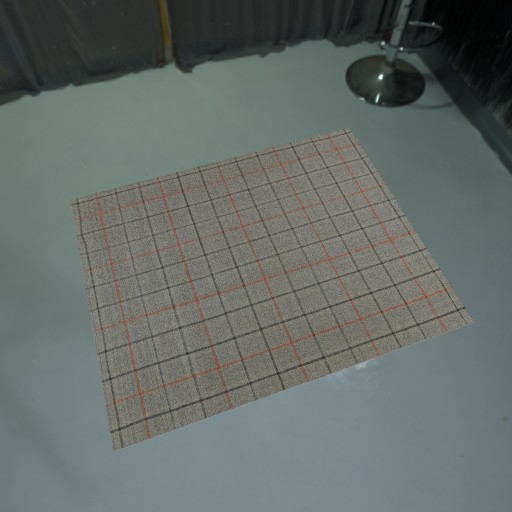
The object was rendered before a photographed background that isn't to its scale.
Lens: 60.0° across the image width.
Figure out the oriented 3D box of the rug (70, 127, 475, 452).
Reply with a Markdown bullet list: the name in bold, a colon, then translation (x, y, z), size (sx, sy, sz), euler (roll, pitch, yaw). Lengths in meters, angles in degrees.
- **rug**: translation (0.000, 0.000, 4.063), size (3.048, 0.012, 2.444), euler (-17, 61, -10)
